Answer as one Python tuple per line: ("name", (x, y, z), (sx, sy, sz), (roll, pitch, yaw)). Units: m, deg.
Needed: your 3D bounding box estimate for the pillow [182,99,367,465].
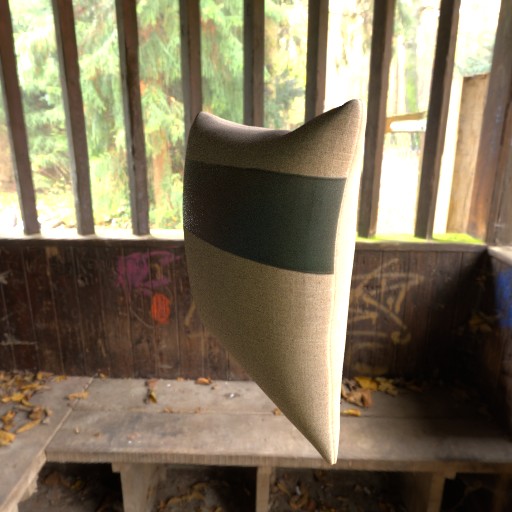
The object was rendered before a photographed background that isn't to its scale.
("pillow", (0.000, 0.000, 0.624), (0.173, 0.399, 0.414), (-8, 18, -26))
